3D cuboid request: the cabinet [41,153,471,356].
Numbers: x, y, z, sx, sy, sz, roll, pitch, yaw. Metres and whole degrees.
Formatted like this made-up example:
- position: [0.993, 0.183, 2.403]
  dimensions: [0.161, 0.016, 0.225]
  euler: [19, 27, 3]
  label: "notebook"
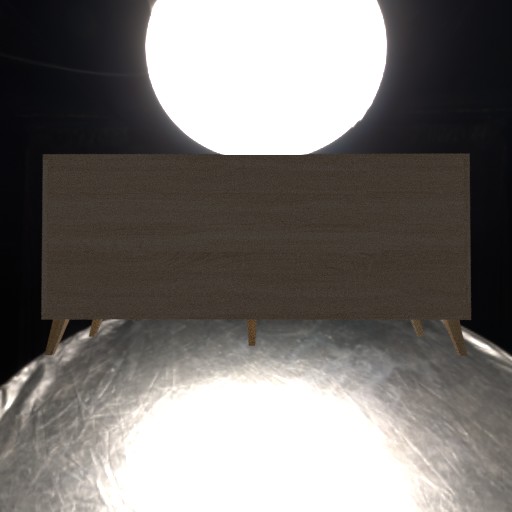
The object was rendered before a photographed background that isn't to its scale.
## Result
- position: [0.000, 0.000, 1.956]
  dimensions: [1.649, 0.780, 0.500]
  euler: [0, -1, 0]
  label: "cabinet"
